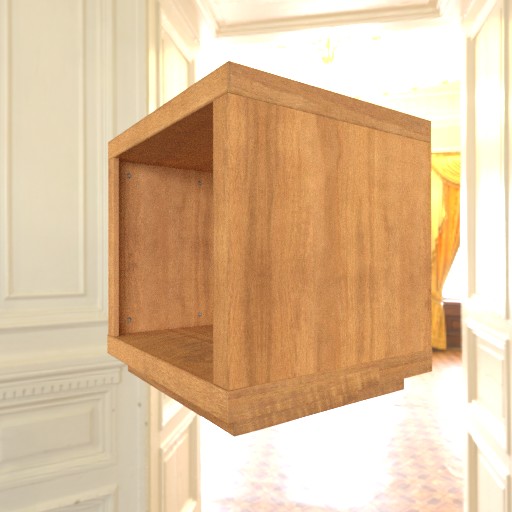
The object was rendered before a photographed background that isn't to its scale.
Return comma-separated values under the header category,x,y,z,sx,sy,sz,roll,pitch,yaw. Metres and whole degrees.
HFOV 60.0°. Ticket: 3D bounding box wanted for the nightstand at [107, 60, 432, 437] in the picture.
category,x,y,z,sx,sy,sz,roll,pitch,yaw
nightstand,0.000,0.000,0.878,0.436,0.491,0.493,0,0,-35
